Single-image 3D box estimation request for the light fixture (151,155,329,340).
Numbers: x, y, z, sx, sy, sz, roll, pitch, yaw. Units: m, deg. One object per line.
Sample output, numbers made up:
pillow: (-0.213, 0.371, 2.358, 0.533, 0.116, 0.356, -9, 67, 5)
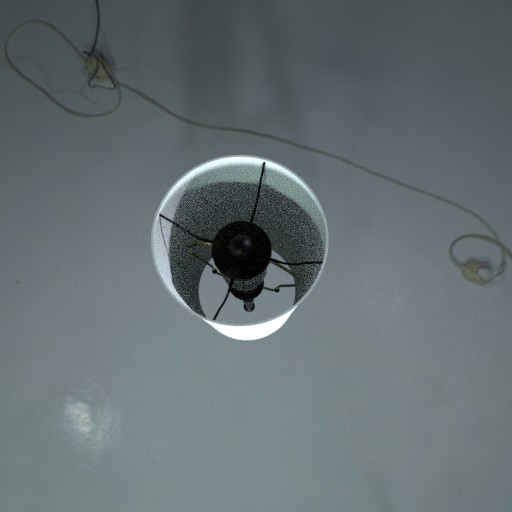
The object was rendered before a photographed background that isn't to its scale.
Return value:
light fixture: (0.000, 0.000, 0.553, 0.128, 0.462, 0.208, 16, 78, 4)
